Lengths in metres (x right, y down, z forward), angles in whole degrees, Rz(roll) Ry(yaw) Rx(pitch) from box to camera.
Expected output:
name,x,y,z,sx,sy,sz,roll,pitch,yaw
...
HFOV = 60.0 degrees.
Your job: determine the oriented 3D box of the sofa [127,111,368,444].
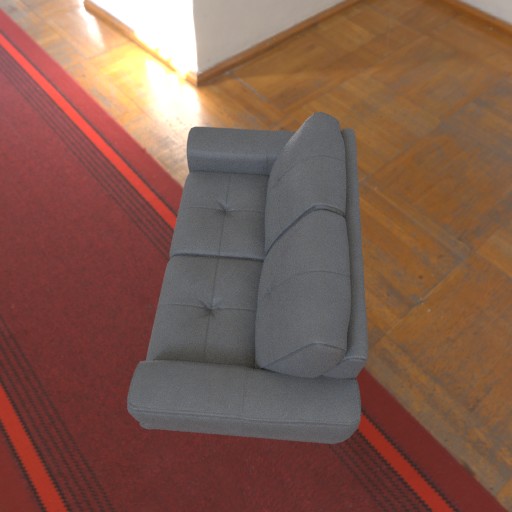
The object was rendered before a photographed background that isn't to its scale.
name,x,y,z,sx,sy,sz,roll,pitch,yaw
sofa,0.000,0.000,2.405,1.018,0.907,1.806,4,58,2
